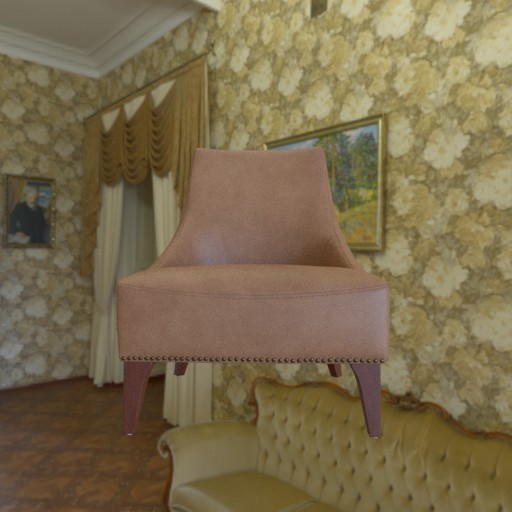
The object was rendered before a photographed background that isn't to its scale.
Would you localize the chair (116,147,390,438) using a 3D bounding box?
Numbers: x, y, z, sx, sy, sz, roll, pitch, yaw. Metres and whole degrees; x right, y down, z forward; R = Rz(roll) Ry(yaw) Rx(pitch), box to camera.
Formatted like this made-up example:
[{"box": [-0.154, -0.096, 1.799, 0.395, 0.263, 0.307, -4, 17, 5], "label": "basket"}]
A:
[{"box": [0.000, 0.000, 1.502, 0.701, 0.909, 0.861, 0, 0, 2], "label": "chair"}]
